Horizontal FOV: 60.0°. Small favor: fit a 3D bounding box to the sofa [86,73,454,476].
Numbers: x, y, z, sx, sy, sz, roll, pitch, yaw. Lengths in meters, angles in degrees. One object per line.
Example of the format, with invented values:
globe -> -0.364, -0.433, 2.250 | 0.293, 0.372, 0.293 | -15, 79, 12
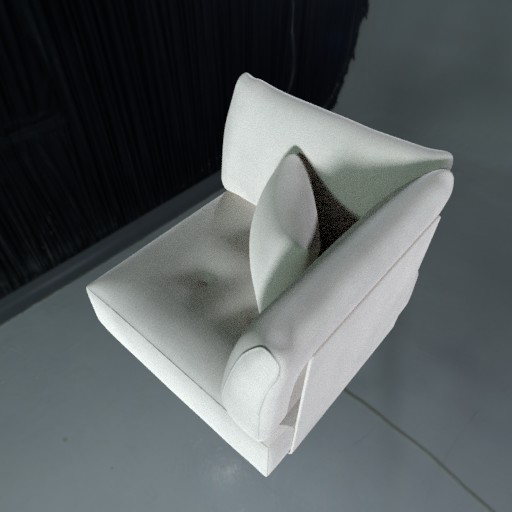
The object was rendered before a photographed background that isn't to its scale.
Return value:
sofa -> 0.000, 0.000, 1.678 | 1.000, 0.820, 1.000 | 33, 55, 27
